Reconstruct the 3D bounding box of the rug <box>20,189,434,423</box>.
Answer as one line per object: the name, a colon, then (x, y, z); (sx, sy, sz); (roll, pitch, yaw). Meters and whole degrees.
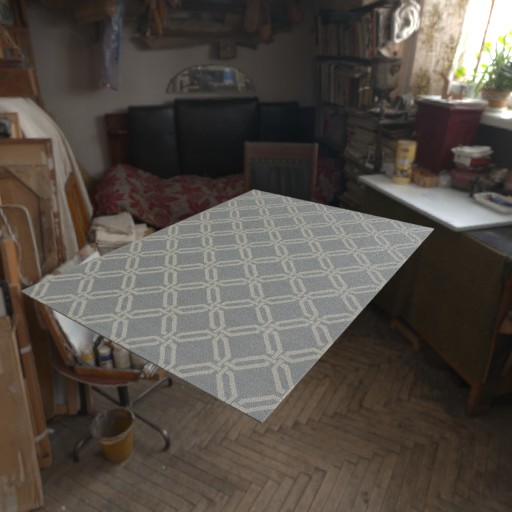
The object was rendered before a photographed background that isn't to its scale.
rug: (0.000, 0.000, 4.290); (2.438, 0.013, 3.353); (17, 31, 31)
